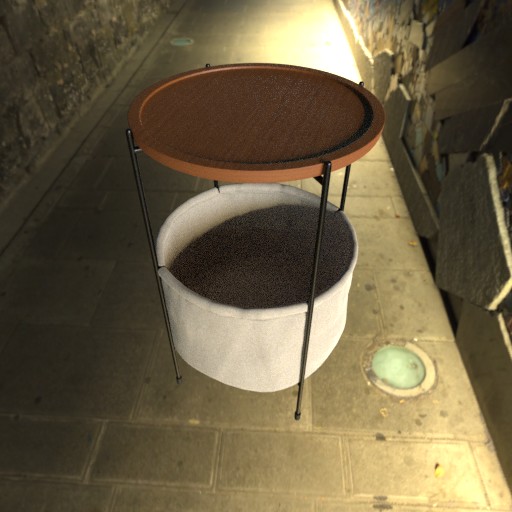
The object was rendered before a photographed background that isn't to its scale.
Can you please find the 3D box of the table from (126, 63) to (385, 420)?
[{"bbox_3d":[0.000,0.000,0.884,0.393,0.623,0.393,12,43,14],"label":"table"}]
